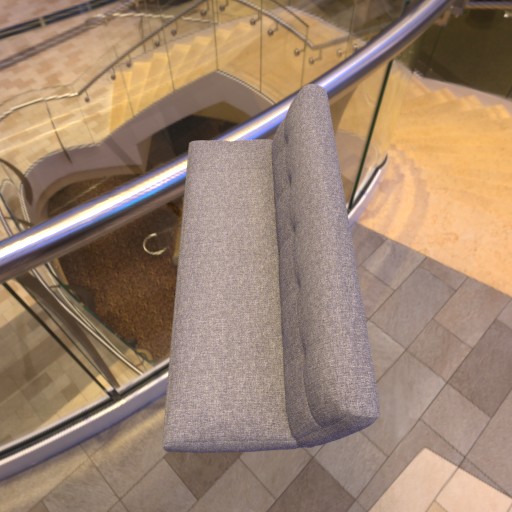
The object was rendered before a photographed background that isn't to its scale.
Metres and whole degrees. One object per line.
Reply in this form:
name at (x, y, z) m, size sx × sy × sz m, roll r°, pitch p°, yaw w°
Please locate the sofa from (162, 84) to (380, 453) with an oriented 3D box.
sofa at (0.000, 0.000, 2.270) m, size 0.820 × 0.770 × 1.820 m, roll -1°, pitch 57°, yaw -1°
